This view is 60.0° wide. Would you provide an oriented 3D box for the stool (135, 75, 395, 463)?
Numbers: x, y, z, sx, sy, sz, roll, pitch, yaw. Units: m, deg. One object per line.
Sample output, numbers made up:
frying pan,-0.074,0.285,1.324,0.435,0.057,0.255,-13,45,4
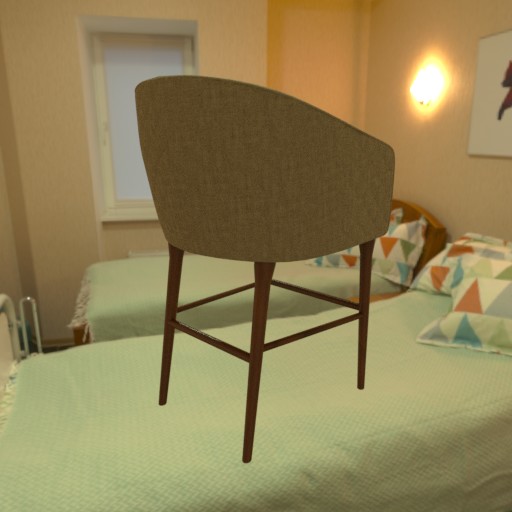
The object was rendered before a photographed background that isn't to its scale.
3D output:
stool,0.000,0.000,1.329,0.559,0.952,0.635,14,20,41
